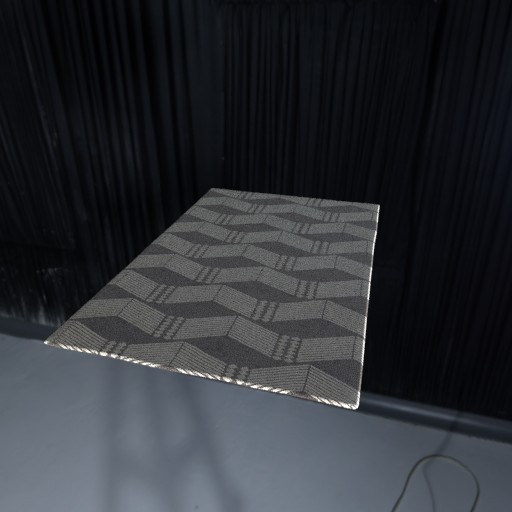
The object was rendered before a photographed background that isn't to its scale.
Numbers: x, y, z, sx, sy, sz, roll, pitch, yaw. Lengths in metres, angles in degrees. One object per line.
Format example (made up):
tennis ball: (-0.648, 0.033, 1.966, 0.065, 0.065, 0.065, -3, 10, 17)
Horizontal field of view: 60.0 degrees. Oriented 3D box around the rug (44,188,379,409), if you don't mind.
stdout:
rug: (0.000, 0.000, 2.356, 1.210, 0.016, 1.833, 8, 29, 14)
